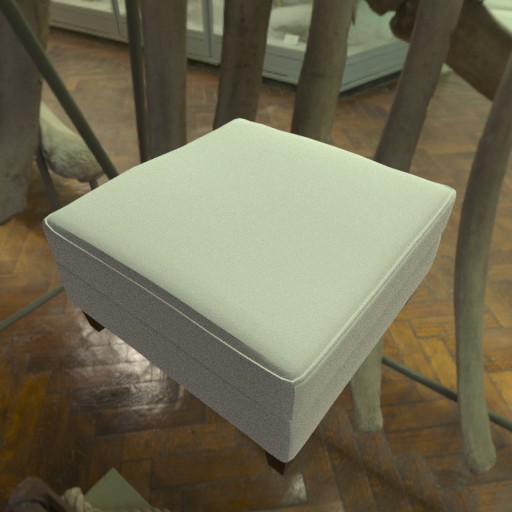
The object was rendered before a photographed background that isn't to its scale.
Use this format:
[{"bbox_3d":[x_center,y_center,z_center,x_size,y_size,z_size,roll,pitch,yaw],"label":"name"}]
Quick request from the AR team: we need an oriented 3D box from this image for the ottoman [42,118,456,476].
[{"bbox_3d":[0.000,0.000,1.326,0.838,0.479,0.838,27,47,28],"label":"ottoman"}]
